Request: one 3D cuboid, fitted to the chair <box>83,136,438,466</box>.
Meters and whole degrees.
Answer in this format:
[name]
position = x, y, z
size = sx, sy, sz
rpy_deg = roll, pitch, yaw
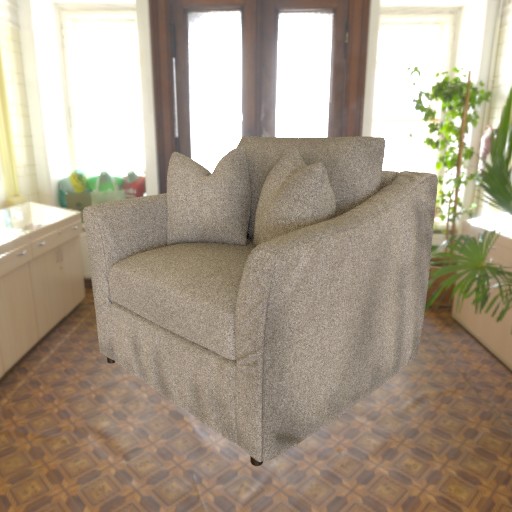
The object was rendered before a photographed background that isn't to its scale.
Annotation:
[chair]
position = 0.000, 0.000, 2.012
size = 1.194, 1.059, 1.071
rpy_deg = 14, 20, 43
